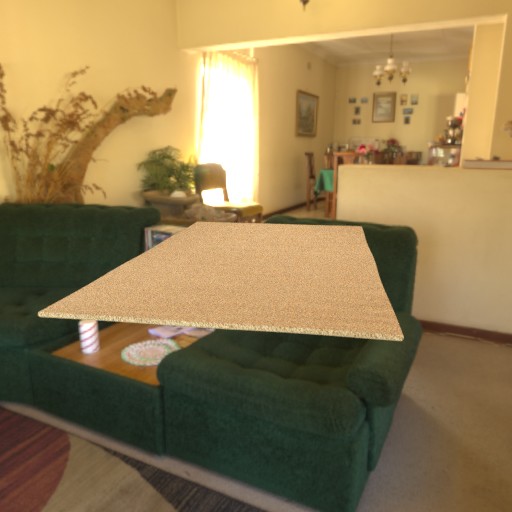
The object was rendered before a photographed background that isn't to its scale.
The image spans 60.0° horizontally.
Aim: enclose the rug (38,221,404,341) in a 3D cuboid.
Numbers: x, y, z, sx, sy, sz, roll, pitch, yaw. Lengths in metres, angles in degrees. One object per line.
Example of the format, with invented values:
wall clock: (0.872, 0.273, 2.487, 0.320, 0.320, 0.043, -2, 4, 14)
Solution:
rug: (0.000, 0.000, 2.896, 1.500, 0.025, 2.346, 2, 14, 9)
